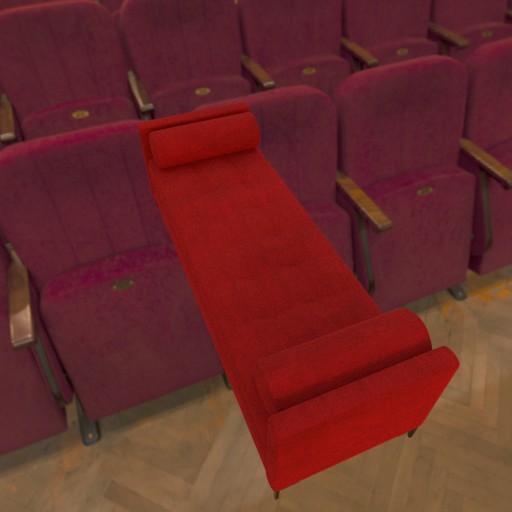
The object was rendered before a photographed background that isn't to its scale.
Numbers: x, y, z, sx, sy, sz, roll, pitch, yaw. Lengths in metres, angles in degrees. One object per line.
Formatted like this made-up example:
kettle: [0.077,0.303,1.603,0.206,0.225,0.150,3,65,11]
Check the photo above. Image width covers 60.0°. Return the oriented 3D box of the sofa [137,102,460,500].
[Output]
sofa: [0.000,0.000,2.240,0.686,0.635,1.981,-17,48,-15]
